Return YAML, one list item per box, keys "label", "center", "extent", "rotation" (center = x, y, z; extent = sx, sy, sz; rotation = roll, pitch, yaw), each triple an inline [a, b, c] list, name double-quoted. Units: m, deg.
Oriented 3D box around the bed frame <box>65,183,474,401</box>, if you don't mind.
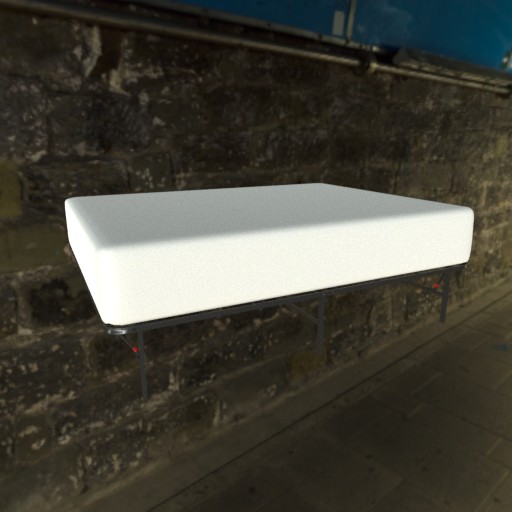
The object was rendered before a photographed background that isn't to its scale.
- label: "bed frame"
  center: [0.000, 0.000, 2.761]
  extent: [2.037, 0.677, 1.528]
  rotation: [-8, 17, -26]
